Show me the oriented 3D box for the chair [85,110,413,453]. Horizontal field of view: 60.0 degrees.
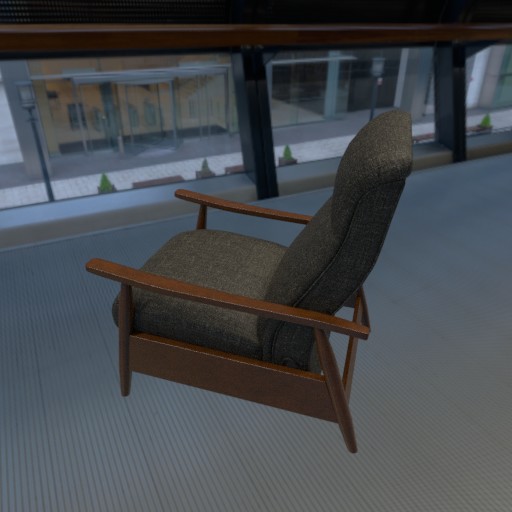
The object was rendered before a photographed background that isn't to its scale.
[{"bbox_3d":[0.000,0.000,1.754,1.014,1.082,0.762,8,31,14],"label":"chair"}]
